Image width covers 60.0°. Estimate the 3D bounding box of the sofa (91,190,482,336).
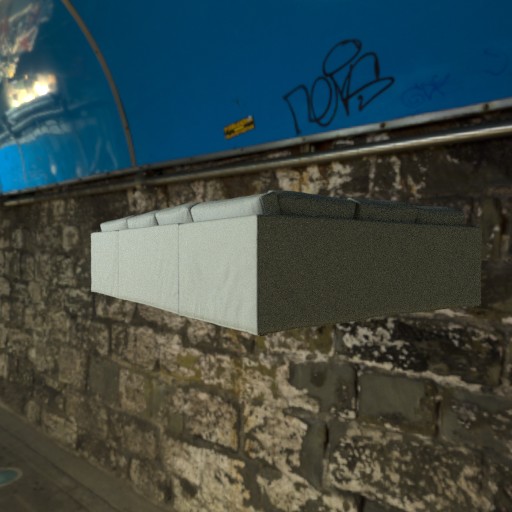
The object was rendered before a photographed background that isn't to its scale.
[{"bbox_3d":[0.000,0.000,4.590,2.427,0.882,3.460,0,1,-35],"label":"sofa"}]
